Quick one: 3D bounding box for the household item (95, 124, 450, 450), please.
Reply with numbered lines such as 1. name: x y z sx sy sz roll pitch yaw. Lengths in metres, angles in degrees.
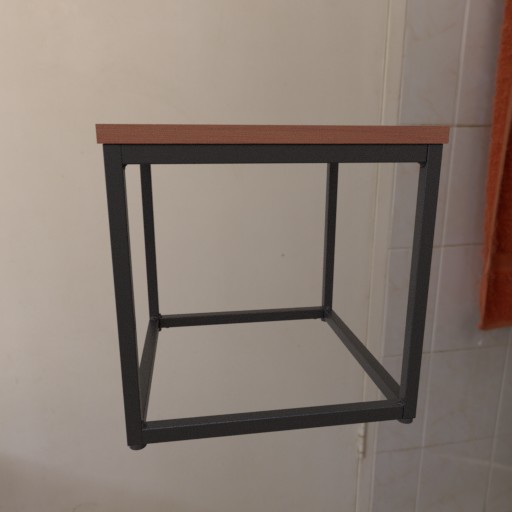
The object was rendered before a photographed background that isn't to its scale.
1. household item: 0.000 0.000 0.732 0.400 0.400 0.400 -2 14 -8
